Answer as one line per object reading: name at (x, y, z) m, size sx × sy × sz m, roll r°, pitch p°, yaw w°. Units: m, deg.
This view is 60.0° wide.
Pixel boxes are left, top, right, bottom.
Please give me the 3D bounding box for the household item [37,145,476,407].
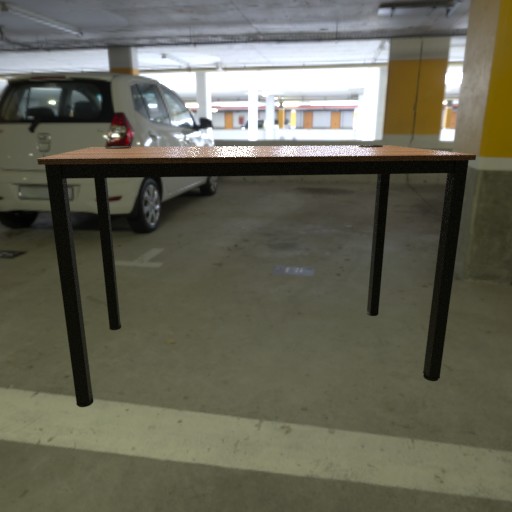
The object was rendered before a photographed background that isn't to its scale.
household item at (0.000, 0.000, 1.591) m, size 1.200 × 0.750 × 0.600 m, roll -2°, pitch 17°, yaw -7°
